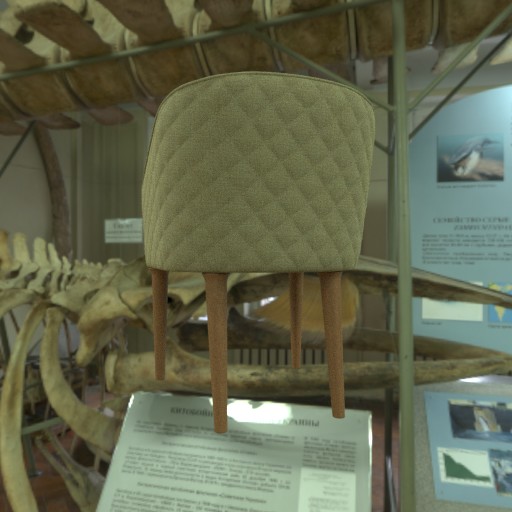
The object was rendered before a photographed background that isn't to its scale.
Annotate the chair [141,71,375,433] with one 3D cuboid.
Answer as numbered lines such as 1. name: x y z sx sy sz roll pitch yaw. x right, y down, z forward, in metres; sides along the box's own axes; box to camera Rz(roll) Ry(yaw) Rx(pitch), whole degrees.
1. chair: 0.000 0.000 1.220 0.584 0.775 0.616 0 0 -18
